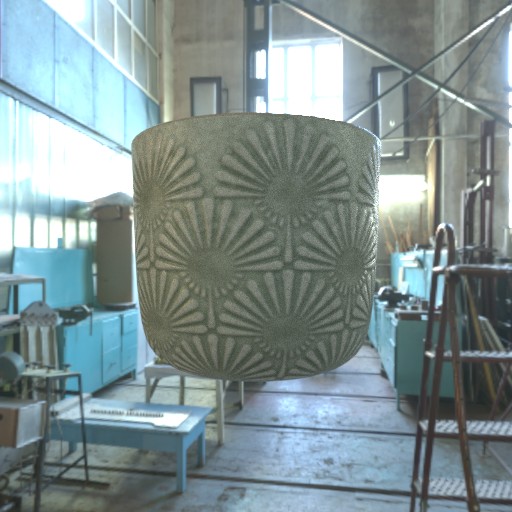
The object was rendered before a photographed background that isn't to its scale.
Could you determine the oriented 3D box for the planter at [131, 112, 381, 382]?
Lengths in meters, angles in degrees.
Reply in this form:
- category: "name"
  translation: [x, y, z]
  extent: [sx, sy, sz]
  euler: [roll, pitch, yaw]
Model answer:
- category: "planter"
  translation: [0.000, 0.000, 0.228]
  extent: [0.124, 0.109, 0.124]
  euler: [0, 0, 0]
